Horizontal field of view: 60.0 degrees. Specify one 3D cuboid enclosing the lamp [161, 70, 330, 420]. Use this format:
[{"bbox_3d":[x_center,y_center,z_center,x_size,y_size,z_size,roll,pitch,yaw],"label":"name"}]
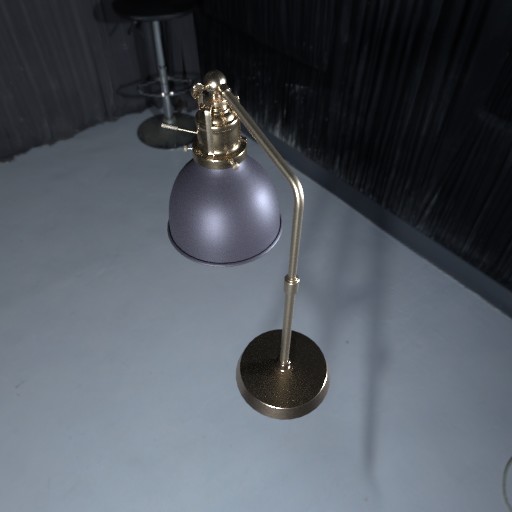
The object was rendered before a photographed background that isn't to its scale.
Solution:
[{"bbox_3d":[0.000,0.000,0.590,0.160,0.456,0.291,-32,56,-26],"label":"lamp"}]
